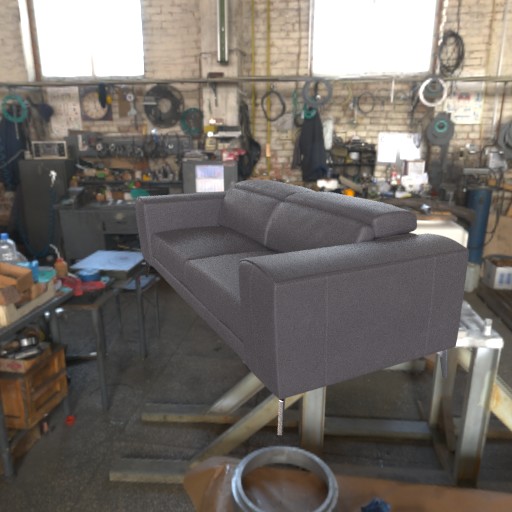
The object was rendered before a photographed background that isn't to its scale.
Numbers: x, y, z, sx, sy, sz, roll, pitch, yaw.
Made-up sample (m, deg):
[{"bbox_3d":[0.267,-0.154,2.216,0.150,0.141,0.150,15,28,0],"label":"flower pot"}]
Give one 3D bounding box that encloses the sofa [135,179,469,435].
[{"bbox_3d":[0.000,0.000,2.844,1.048,0.814,2.330,-8,17,-26],"label":"sofa"}]
